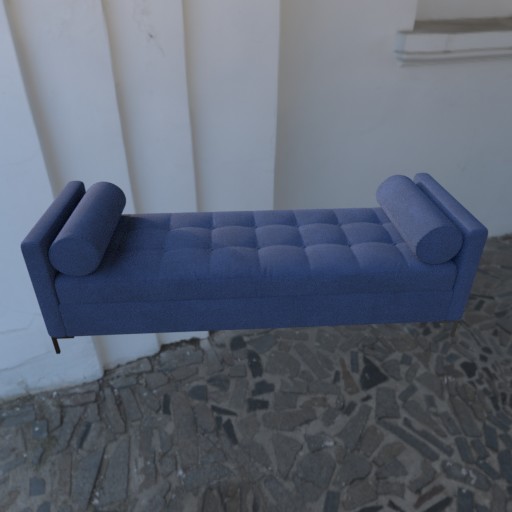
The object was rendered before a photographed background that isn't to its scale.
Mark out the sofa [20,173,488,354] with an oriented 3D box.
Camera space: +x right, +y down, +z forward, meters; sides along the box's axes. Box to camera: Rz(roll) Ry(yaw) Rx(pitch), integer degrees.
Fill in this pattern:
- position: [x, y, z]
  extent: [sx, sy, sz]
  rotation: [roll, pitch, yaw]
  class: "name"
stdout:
- position: [0.000, 0.000, 2.299]
  extent: [1.981, 0.635, 0.686]
  rotation: [-2, 32, -3]
  class: "sofa"
